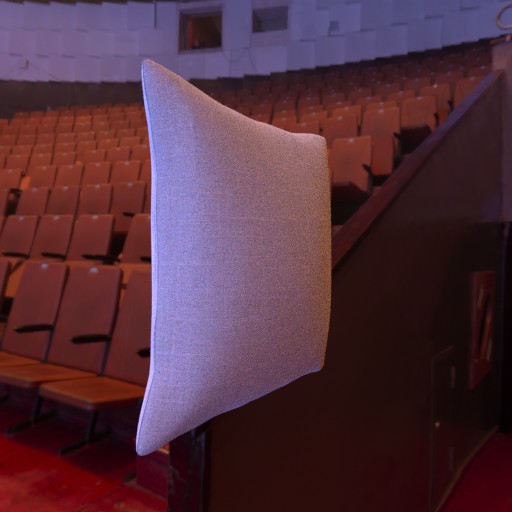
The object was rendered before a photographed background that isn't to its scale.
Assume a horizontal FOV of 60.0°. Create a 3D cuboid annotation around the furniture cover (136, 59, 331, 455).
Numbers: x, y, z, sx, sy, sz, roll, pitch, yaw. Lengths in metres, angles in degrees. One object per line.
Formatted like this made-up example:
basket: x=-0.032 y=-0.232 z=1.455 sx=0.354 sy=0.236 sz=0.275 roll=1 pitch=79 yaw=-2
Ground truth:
furniture cover: x=0.000 y=0.000 z=0.766 sx=0.178 sy=0.506 sz=0.512 roll=1 pitch=1 yaw=35
